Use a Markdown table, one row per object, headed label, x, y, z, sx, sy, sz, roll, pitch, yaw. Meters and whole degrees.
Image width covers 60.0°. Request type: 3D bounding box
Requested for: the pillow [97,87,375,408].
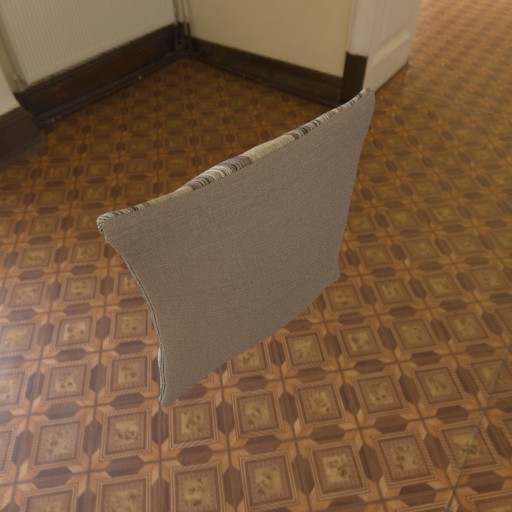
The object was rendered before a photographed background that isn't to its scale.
| label | x | y | z | sx | sy | sz | roll | pitch | yaw |
| --- | --- | --- | --- | --- | --- | --- | --- | --- | --- |
| pillow | 0.000 | 0.000 | 0.689 | 0.435 | 0.416 | 0.189 | -33 | 55 | -27 |
